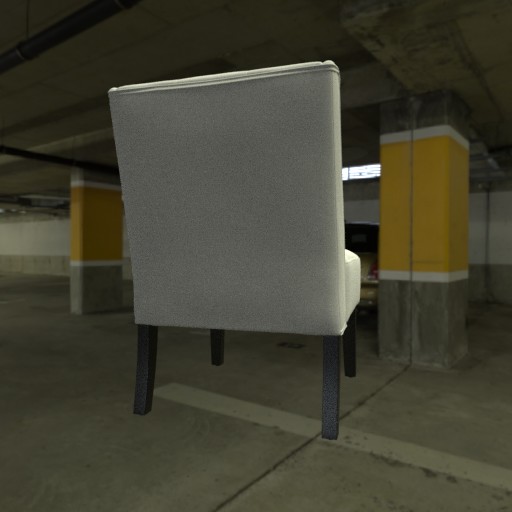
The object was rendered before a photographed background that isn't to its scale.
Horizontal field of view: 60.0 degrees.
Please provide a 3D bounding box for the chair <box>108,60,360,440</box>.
[{"bbox_3d":[0.000,0.000,1.319,0.569,0.853,0.676,0,1,17],"label":"chair"}]
